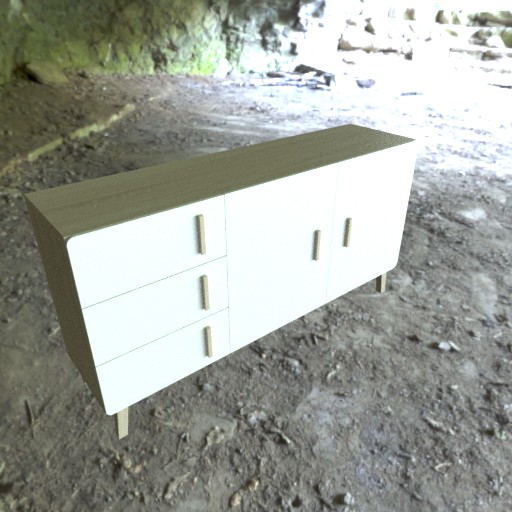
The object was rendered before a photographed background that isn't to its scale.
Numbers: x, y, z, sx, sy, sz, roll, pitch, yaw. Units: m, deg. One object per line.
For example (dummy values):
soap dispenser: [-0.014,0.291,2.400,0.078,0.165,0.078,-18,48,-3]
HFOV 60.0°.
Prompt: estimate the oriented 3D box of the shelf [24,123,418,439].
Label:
shelf: [0.000,0.000,1.807,1.490,0.780,0.400,-21,36,-33]
